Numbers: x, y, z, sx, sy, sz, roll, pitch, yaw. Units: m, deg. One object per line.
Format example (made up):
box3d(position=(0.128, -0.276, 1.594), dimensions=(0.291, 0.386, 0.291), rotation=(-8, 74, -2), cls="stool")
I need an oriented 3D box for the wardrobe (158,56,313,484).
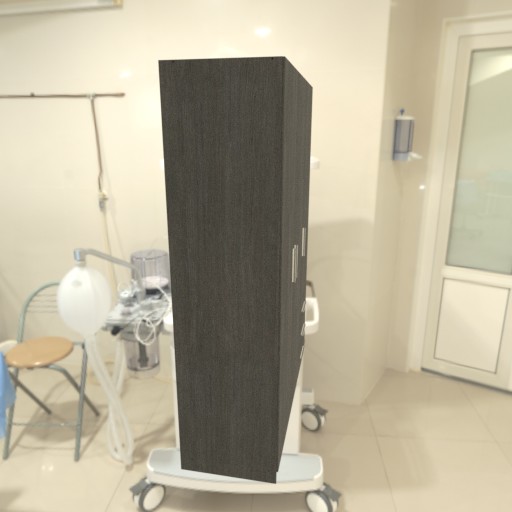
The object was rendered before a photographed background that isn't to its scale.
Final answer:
box3d(position=(0.000, 0.000, 2.537), dimensions=(0.510, 1.910, 1.290), rotation=(3, 16, 11), cls="wardrobe")
